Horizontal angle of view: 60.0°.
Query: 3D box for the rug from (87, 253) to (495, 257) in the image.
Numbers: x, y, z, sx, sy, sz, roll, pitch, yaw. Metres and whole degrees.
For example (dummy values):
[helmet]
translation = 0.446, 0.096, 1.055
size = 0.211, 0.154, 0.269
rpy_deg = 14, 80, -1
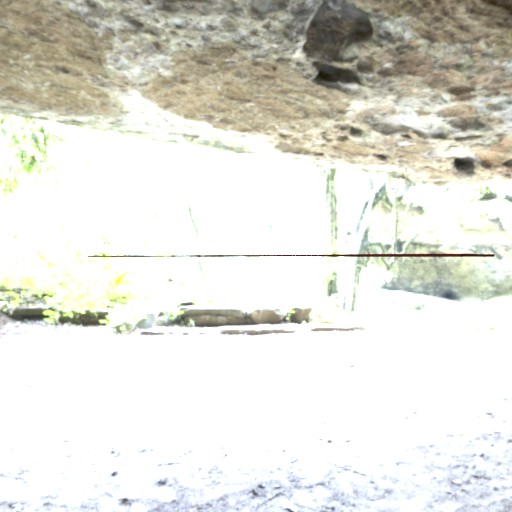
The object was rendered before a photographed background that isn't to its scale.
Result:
[rug]
translation = 0.000, 0.000, 2.492
size = 2.292, 0.015, 0.659
rpy_deg = 0, 0, 37
